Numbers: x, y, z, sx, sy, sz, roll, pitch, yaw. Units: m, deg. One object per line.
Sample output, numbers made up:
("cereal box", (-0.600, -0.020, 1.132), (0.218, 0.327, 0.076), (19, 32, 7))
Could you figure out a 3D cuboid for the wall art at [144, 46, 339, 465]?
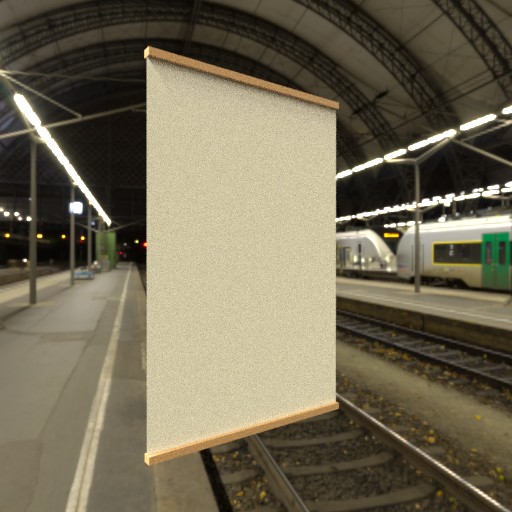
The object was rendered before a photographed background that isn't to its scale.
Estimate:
("wall art", (0.000, 0.000, 1.289), (0.669, 1.020, 0.027), (0, 0, -37))
